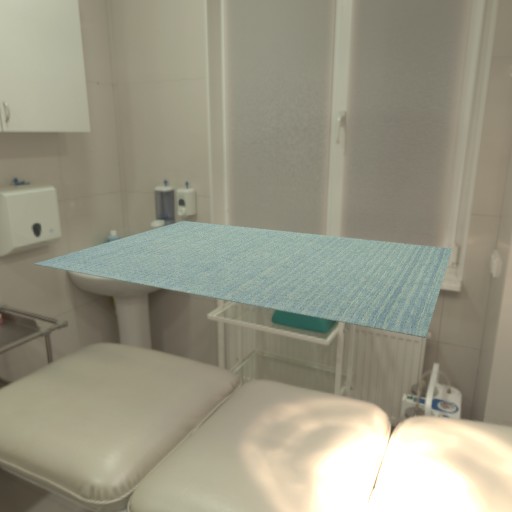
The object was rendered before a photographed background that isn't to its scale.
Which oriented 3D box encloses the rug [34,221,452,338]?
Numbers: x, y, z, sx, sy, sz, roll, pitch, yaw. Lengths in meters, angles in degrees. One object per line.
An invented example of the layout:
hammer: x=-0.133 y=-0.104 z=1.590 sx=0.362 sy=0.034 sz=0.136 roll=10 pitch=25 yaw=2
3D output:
rug: x=0.000 y=0.000 z=3.697 sx=2.895 sy=0.006 sz=1.982 roll=8 pitch=17 yaw=26
